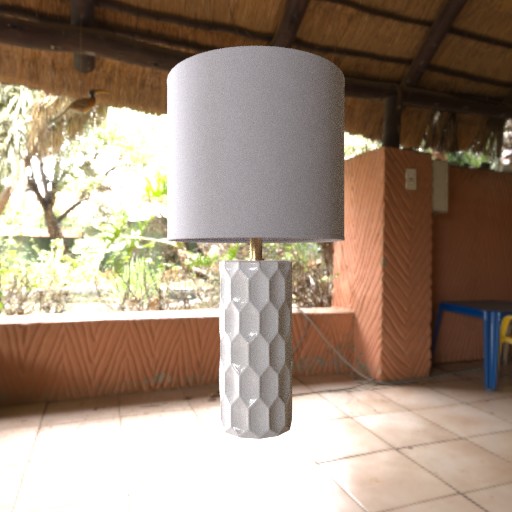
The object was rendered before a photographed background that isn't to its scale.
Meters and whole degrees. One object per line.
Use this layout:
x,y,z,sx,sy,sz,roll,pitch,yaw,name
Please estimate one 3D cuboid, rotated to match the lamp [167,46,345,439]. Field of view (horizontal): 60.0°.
0.000,0.000,0.703,0.277,0.537,0.277,0,0,-20,lamp
